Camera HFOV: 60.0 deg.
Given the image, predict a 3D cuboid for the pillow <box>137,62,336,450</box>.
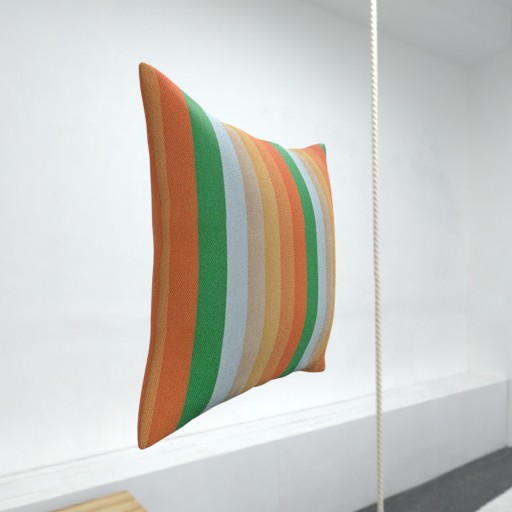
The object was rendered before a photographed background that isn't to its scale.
[{"bbox_3d":[0.000,0.000,0.687,0.169,0.444,0.453,-1,-1,36],"label":"pillow"}]
